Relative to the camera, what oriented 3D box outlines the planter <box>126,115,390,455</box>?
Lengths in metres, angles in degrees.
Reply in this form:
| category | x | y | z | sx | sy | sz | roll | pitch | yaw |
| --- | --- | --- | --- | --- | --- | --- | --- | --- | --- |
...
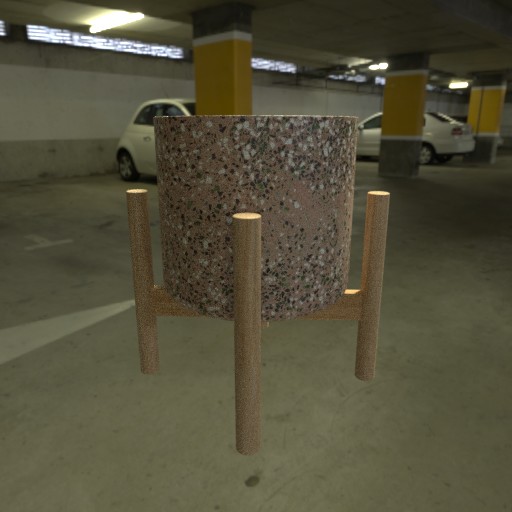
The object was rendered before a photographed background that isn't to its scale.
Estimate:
| category | x | y | z | sx | sy | sz | roll | pitch | yaw |
| --- | --- | --- | --- | --- | --- | --- | --- | --- | --- |
| planter | 0.000 | 0.000 | 0.537 | 0.284 | 0.320 | 0.284 | 8 | 18 | 25 |
